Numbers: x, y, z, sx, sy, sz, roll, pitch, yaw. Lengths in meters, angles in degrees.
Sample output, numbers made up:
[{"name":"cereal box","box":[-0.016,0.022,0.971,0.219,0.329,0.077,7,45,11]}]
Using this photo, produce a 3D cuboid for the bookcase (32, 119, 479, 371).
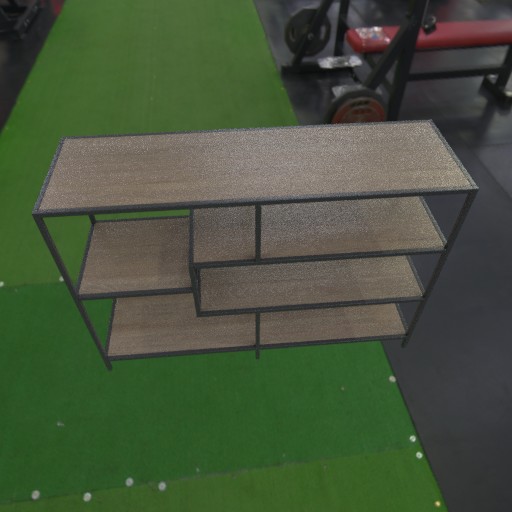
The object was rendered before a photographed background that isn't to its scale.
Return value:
[{"name":"bookcase","box":[0.000,0.000,1.526,1.140,0.780,0.350,-4,47,-3]}]
